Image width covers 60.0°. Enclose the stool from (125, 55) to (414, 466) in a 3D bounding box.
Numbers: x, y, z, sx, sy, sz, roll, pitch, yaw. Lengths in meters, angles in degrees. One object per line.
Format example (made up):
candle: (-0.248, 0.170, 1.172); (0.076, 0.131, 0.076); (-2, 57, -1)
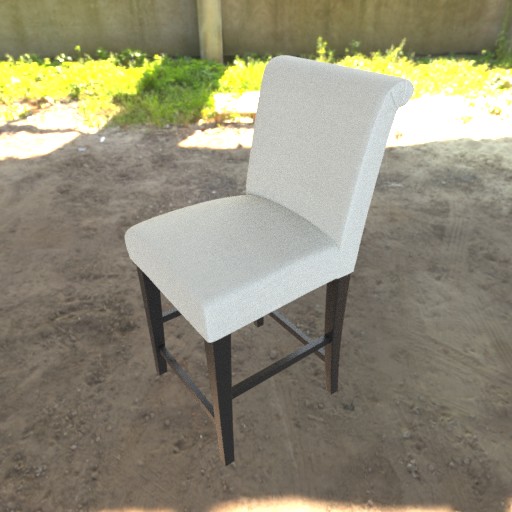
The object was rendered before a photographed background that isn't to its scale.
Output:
stool: (0.000, 0.000, 1.278); (0.597, 0.976, 0.452); (-22, 38, -30)
